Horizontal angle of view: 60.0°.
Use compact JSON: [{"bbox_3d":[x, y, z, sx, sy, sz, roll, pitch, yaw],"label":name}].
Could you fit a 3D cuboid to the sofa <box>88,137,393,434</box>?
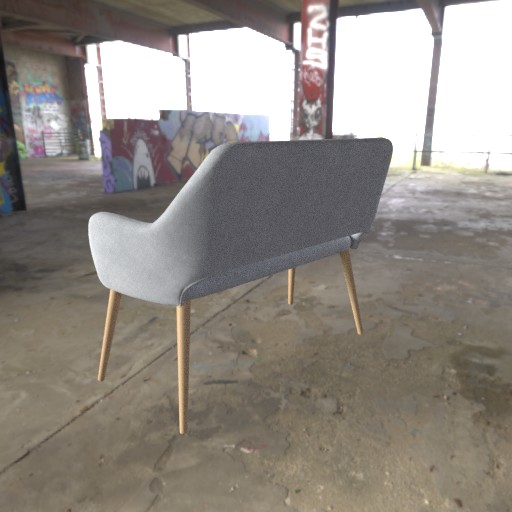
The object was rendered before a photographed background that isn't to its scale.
[{"bbox_3d":[0.000,0.000,1.626,1.150,0.840,0.610,-15,22,-42],"label":"sofa"}]
